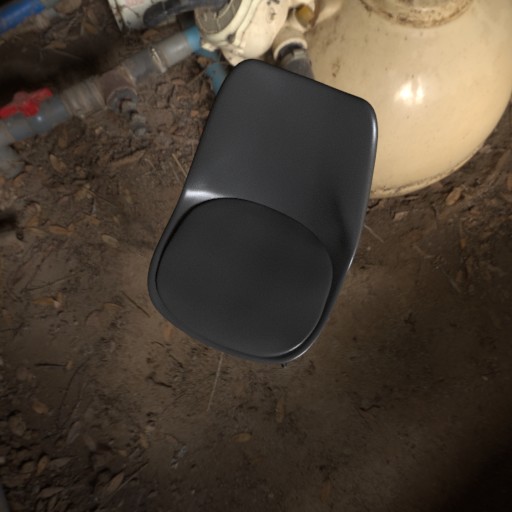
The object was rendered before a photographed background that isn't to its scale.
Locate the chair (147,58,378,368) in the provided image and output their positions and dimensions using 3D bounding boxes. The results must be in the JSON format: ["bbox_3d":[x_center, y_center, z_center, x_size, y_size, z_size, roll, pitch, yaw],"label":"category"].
[{"bbox_3d":[0.000,0.000,1.173,0.461,0.850,0.525,23,76,6],"label":"chair"}]
